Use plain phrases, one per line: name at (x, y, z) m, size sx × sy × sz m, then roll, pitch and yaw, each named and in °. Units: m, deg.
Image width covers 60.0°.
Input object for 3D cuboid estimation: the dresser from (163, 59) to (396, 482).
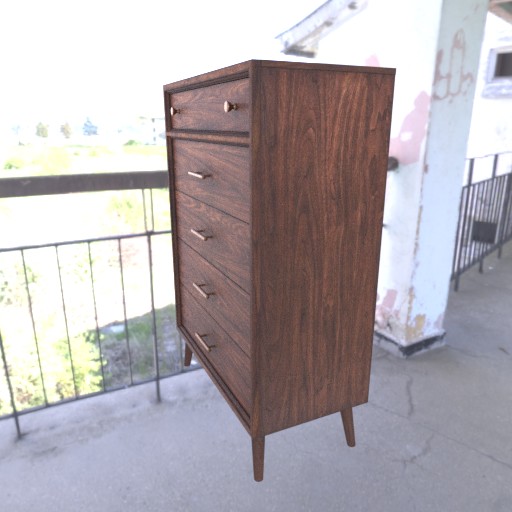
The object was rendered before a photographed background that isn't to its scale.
dresser at (0.000, 0.000, 1.824) m, size 0.498 × 1.365 × 0.919 m, roll -8°, pitch 18°, yaw -24°
